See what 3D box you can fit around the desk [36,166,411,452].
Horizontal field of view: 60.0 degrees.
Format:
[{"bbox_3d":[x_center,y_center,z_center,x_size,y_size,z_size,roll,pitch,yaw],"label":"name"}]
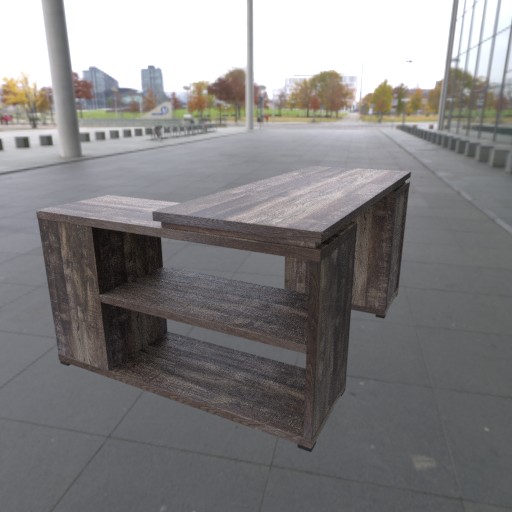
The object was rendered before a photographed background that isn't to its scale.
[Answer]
[{"bbox_3d":[0.000,0.000,2.258,1.200,0.753,1.524,9,20,26],"label":"desk"}]
